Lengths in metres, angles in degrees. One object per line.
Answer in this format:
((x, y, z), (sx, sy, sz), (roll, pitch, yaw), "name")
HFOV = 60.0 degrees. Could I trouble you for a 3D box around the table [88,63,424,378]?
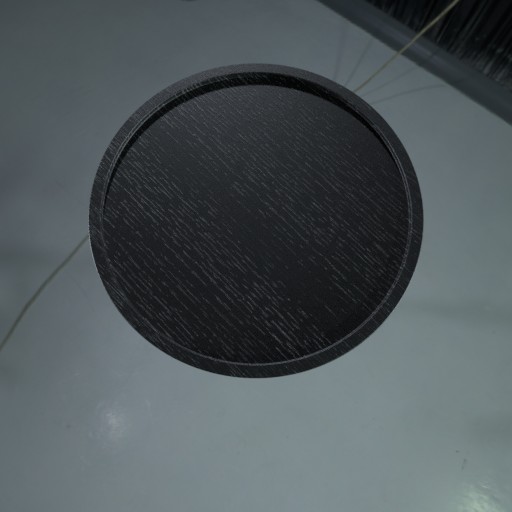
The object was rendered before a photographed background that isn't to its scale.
((0.000, 0.000, 0.750), (0.399, 0.460, 0.399), (0, 75, 0), "table")
